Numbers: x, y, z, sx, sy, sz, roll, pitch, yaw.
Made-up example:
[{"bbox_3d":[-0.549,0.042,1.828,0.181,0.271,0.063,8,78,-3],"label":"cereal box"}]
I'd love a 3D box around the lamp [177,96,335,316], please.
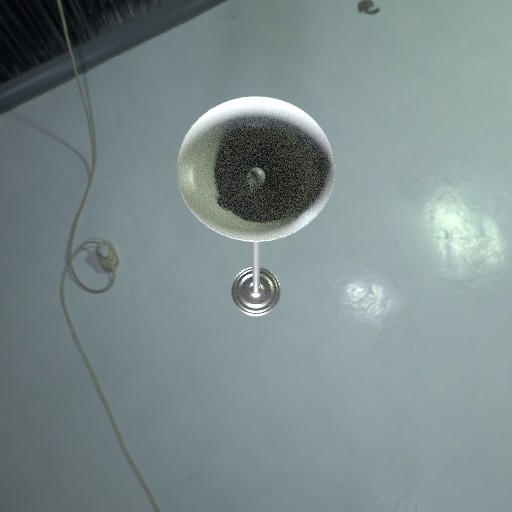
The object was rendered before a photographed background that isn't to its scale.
[{"bbox_3d":[0.000,0.000,1.986,0.405,1.771,0.405,-37,78,-9],"label":"lamp"}]
